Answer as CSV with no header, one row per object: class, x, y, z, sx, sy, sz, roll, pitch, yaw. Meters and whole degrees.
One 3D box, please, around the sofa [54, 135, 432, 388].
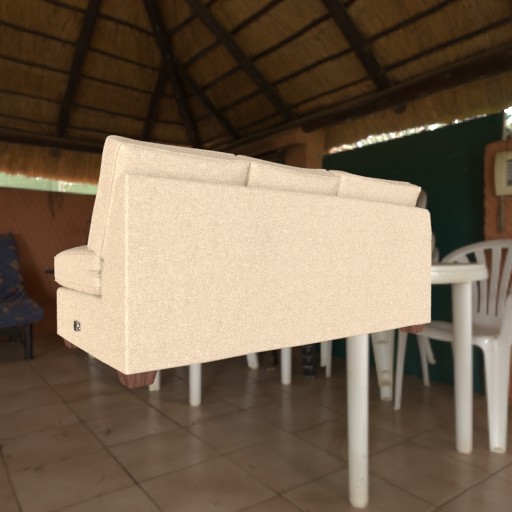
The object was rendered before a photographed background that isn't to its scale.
sofa,0.000,0.000,2.536,1.962,0.946,1.034,0,1,-37
